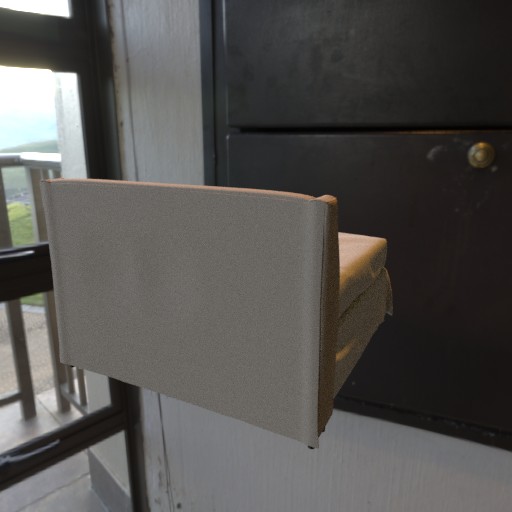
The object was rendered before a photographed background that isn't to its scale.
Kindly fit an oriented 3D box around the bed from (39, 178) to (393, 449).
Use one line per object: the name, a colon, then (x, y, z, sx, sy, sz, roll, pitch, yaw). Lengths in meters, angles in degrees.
bed: (0.000, 0.000, 3.476, 1.925, 1.332, 2.276, 8, 17, 27)
